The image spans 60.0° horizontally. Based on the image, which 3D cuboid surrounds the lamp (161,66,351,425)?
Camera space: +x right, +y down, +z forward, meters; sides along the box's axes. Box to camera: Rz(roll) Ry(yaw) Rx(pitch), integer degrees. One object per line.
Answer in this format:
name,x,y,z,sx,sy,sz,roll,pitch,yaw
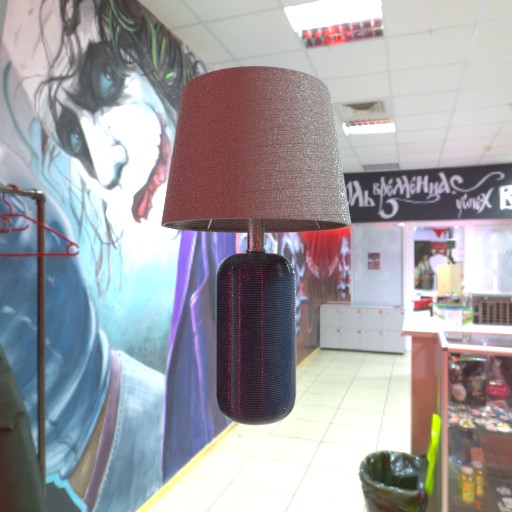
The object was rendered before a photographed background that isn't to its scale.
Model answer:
lamp,0.000,0.000,0.599,0.253,0.428,0.253,0,-1,0
